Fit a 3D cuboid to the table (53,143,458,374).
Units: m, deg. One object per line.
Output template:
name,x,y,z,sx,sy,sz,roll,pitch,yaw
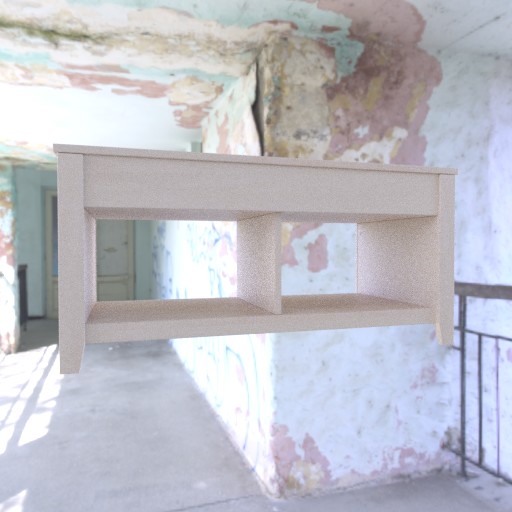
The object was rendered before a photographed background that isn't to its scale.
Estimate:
table,0.000,0.000,1.287,1.016,0.483,0.457,0,1,-17
